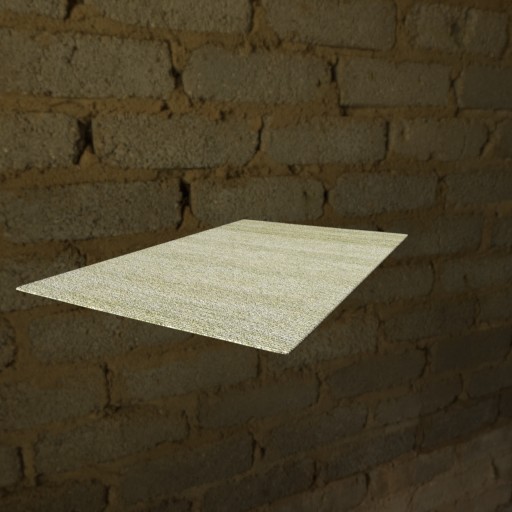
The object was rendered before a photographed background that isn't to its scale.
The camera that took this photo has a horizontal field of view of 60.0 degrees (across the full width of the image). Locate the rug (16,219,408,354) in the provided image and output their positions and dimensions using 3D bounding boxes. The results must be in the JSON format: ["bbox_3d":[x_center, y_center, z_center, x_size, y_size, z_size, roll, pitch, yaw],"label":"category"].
[{"bbox_3d":[0.000,0.000,2.168,1.143,0.010,1.758,8,16,27],"label":"rug"}]
